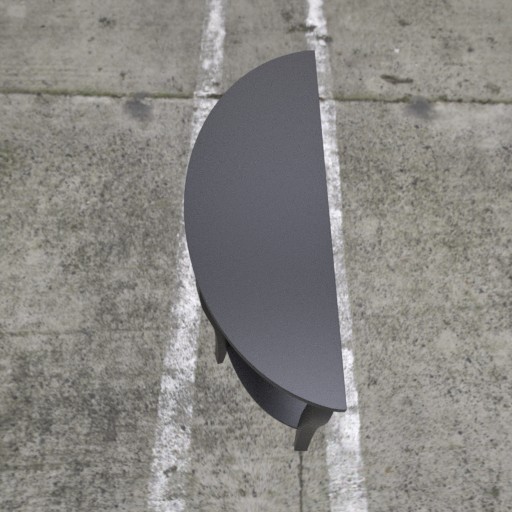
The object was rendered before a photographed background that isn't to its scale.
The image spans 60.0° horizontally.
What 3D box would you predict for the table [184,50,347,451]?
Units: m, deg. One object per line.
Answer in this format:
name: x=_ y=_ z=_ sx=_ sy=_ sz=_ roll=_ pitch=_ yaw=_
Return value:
table: x=0.000 y=0.000 z=1.566 sx=0.394 sy=0.780 sz=1.219 roll=1 pitch=58 yaw=0
